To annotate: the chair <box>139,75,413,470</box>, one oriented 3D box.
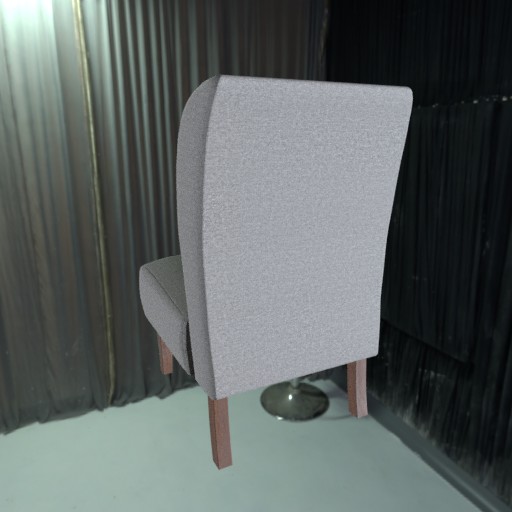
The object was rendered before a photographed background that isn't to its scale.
[{"bbox_3d":[0.000,0.000,1.165,0.513,0.804,0.592,-8,17,-27],"label":"chair"}]
